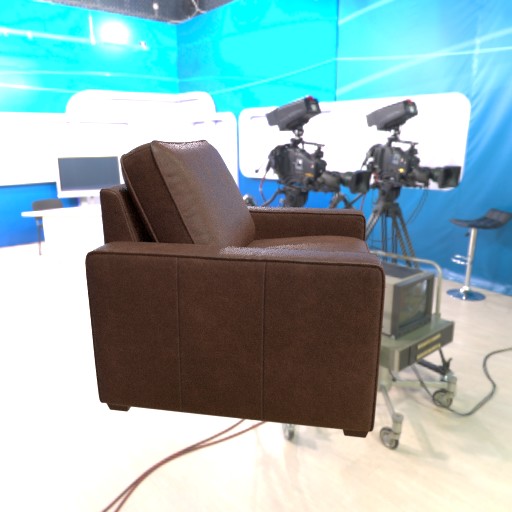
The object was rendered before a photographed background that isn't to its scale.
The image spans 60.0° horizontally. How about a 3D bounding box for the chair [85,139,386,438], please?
[{"bbox_3d":[0.000,0.000,1.806,0.940,0.919,1.017,3,15,10],"label":"chair"}]
